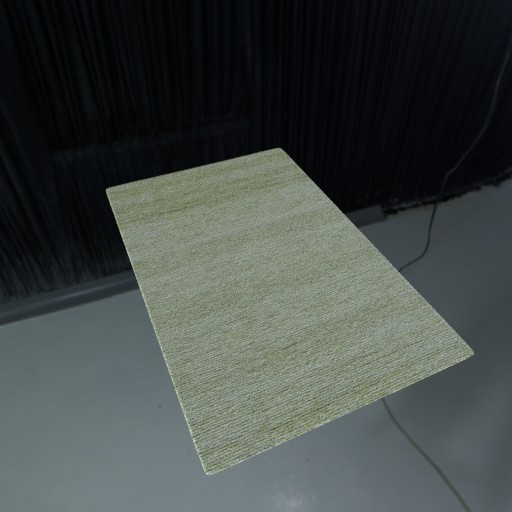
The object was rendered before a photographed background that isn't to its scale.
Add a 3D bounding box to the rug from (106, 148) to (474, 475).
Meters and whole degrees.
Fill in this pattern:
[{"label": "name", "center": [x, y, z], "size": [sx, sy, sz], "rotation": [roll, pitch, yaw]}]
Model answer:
[{"label": "rug", "center": [0.000, 0.000, 2.182], "size": [1.143, 0.010, 1.758], "rotation": [-17, 46, -17]}]
